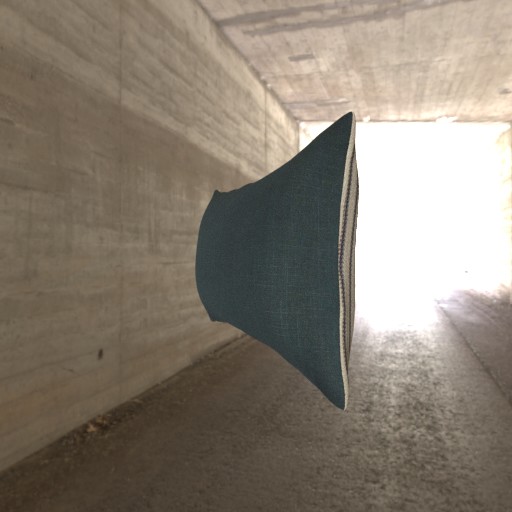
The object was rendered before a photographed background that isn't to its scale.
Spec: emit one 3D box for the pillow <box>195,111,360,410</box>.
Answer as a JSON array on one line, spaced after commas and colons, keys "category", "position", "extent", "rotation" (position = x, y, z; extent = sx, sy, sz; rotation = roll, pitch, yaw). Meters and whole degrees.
[{"category": "pillow", "position": [0.000, 0.000, 0.723], "extent": [0.151, 0.305, 0.609], "rotation": [0, 0, -18]}]
